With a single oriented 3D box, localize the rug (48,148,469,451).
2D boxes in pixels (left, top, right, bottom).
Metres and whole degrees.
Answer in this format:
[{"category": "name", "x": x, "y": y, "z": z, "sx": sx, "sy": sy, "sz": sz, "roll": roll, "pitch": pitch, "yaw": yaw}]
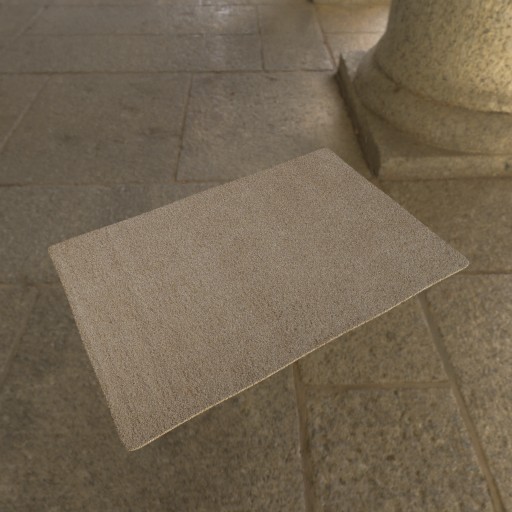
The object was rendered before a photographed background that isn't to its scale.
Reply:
[{"category": "rug", "x": 0.000, "y": 0.000, "z": 3.378, "sx": 2.700, "sy": 0.024, "sz": 1.801, "roll": -24, "pitch": 51, "yaw": -21}]
